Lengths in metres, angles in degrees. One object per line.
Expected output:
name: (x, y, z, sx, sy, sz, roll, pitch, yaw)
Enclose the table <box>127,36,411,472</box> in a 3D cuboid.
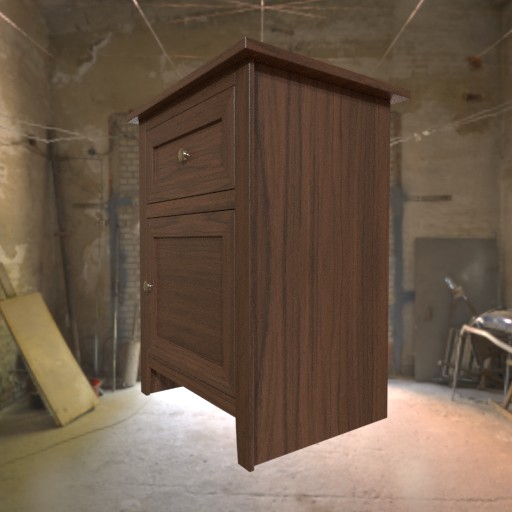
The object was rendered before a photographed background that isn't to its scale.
table: (0.000, 0.000, 0.936, 0.381, 0.636, 0.480, -1, 2, -36)
